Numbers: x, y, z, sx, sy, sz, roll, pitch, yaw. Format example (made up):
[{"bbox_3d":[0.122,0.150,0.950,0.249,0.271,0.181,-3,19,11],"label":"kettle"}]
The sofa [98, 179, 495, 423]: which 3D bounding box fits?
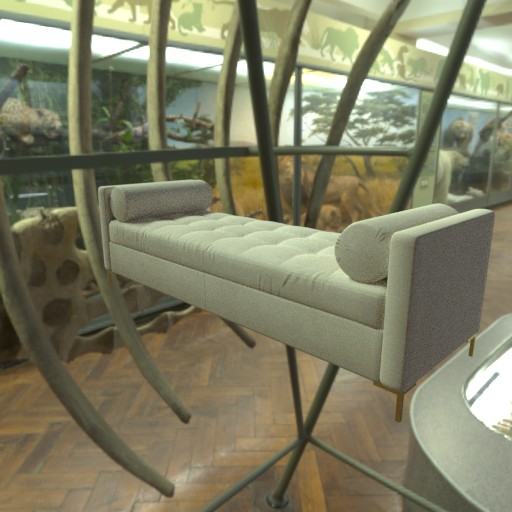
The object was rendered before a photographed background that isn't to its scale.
[{"bbox_3d":[0.000,0.000,2.251,1.981,0.635,0.686,14,20,43],"label":"sofa"}]
